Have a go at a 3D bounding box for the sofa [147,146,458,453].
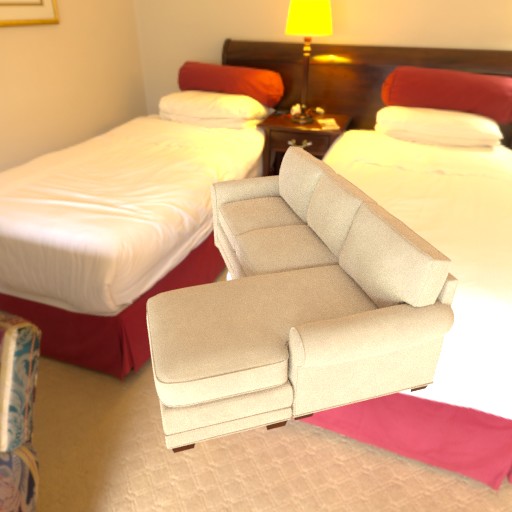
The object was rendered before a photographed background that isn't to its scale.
[{"bbox_3d":[0.000,0.000,2.409,1.226,0.734,1.770,-8,31,-14],"label":"sofa"}]
